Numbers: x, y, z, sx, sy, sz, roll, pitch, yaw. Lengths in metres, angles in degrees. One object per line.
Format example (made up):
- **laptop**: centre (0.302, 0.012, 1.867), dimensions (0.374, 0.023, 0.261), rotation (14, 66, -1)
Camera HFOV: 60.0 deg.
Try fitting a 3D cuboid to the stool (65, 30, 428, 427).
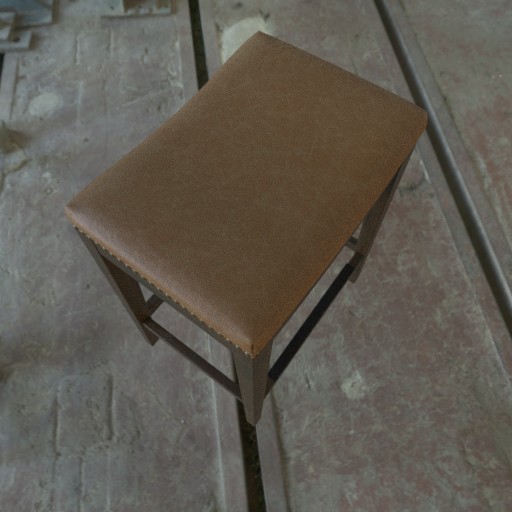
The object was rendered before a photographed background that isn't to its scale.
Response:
- **stool**: centre (0.000, 0.000, 0.936), dimensions (0.361, 0.660, 0.500), rotation (33, 68, 15)
